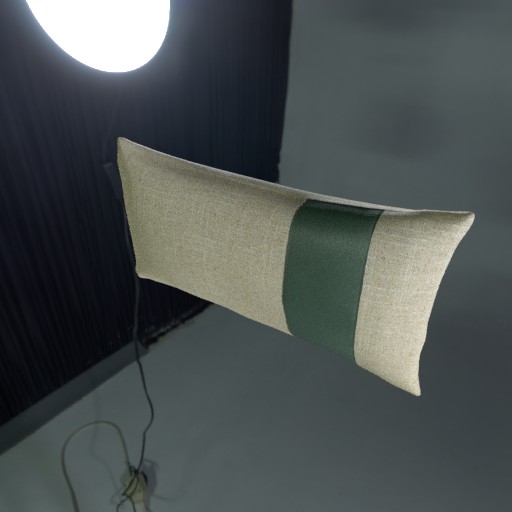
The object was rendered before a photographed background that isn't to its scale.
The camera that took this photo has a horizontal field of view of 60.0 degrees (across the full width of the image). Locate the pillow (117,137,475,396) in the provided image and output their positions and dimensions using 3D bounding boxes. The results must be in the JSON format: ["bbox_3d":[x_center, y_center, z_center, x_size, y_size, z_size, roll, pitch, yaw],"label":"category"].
[{"bbox_3d":[0.000,0.000,1.036,0.859,0.429,0.197,18,34,29],"label":"pillow"}]
